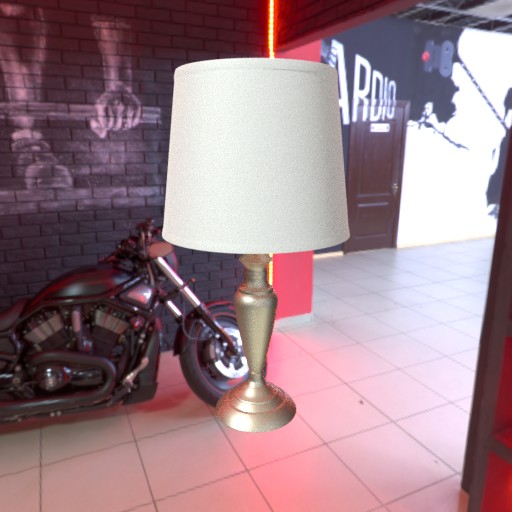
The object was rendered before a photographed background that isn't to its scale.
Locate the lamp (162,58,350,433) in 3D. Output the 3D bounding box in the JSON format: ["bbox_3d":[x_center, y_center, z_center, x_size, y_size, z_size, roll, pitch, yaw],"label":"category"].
[{"bbox_3d":[0.000,0.000,0.802,0.328,0.619,0.328,0,14,0],"label":"lamp"}]
